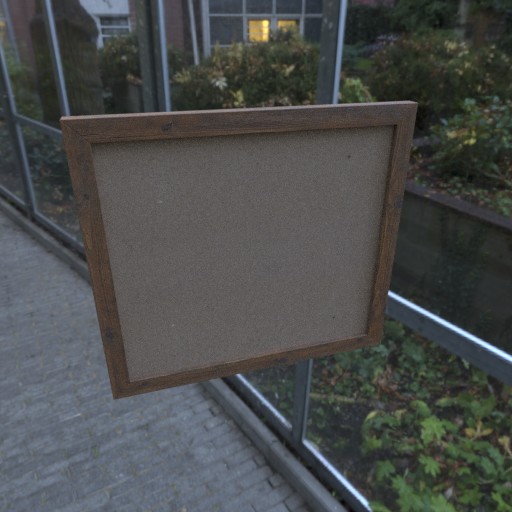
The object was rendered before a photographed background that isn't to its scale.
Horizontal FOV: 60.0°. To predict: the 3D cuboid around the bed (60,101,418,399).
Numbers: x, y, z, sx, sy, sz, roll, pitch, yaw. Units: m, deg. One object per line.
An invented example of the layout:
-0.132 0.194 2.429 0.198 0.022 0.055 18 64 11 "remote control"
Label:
0.000 0.000 1.480 1.046 0.942 0.046 -8 28 -15 "bed"
